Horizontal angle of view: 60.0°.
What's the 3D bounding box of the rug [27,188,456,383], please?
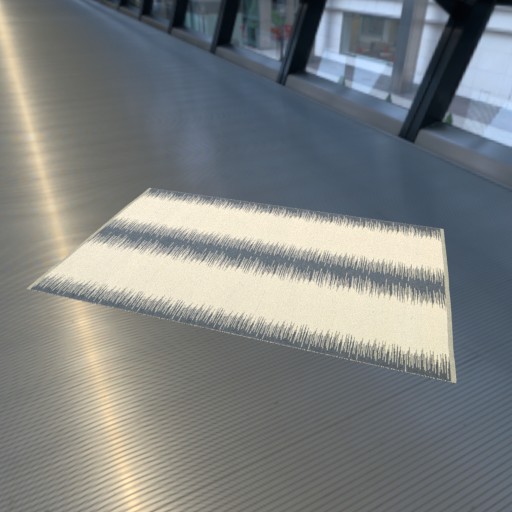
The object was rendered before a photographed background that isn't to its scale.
[{"bbox_3d":[0.000,0.000,2.988,2.453,0.003,1.519,10,35,14],"label":"rug"}]
